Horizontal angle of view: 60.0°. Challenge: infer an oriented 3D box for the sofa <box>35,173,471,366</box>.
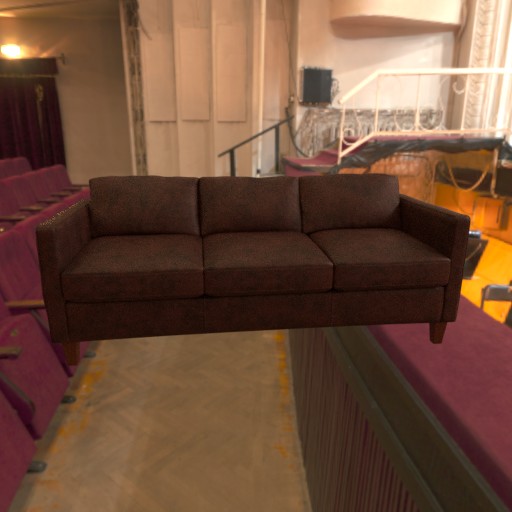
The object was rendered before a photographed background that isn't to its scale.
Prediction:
[{"bbox_3d":[0.000,0.000,2.955,2.464,1.006,1.045,-2,16,-7],"label":"sofa"}]
